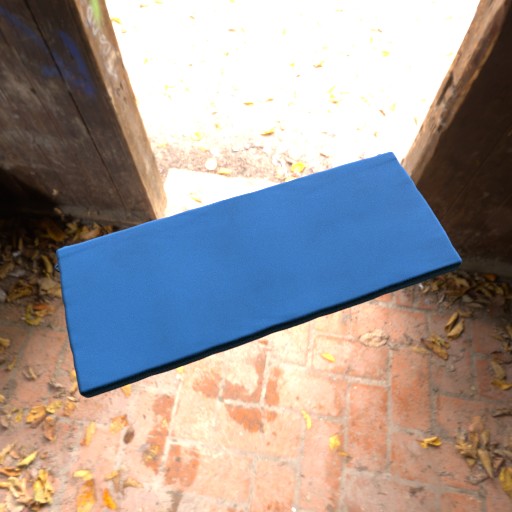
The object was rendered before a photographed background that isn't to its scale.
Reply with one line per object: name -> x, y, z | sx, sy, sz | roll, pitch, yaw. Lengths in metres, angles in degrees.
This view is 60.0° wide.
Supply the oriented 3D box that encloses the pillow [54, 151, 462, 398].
pillow -> 0.000, 0.000, 1.357 | 1.187, 0.081, 0.492 | -18, 65, -9
